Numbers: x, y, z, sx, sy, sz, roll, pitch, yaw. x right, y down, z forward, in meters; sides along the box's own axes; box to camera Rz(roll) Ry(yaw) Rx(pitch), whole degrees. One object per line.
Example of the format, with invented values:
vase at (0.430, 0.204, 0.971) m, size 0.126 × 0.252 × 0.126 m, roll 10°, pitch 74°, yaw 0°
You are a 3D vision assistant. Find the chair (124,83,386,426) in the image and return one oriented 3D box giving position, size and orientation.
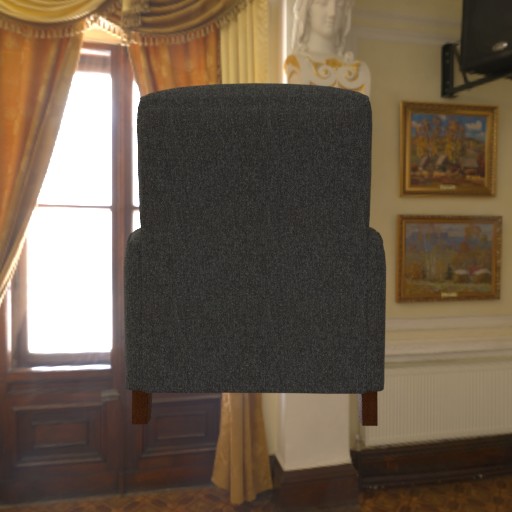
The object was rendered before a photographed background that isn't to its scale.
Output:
chair at (0.000, 0.000, 1.662) m, size 0.839 × 1.016 × 0.850 m, roll 0°, pitch 1°, yaw 1°
